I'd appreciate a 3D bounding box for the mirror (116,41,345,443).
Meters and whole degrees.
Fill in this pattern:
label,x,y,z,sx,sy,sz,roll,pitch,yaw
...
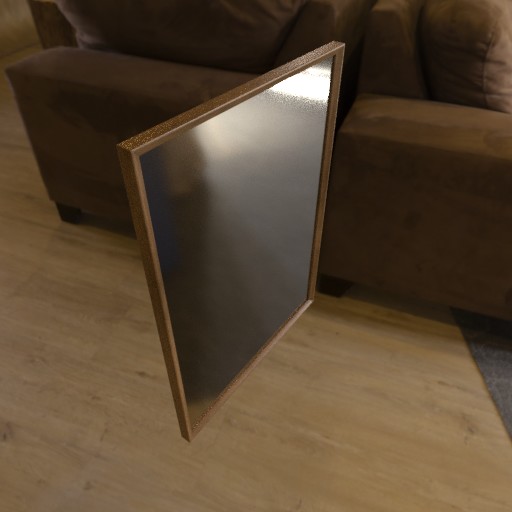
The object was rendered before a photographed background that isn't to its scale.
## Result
label,x,y,z,sx,sy,sz,roll,pitch,yaw
mirror,0.000,0.000,1.312,0.041,1.016,0.762,26,47,27
